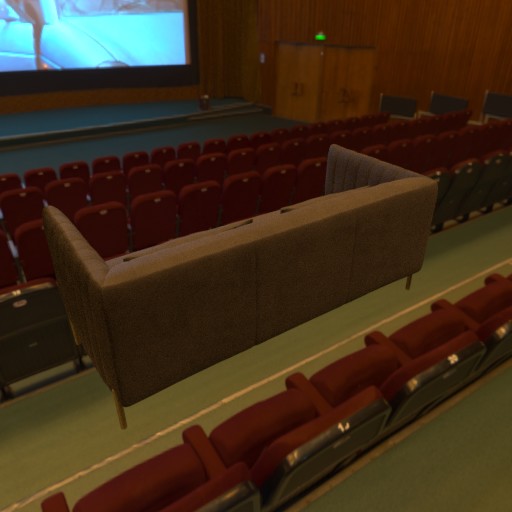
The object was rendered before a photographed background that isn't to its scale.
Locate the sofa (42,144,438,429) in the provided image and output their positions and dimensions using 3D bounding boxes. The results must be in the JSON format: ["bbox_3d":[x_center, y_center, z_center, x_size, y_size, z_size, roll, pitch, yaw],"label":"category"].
[{"bbox_3d":[0.000,0.000,2.480,1.980,0.780,0.876,-19,35,-29],"label":"sofa"}]
